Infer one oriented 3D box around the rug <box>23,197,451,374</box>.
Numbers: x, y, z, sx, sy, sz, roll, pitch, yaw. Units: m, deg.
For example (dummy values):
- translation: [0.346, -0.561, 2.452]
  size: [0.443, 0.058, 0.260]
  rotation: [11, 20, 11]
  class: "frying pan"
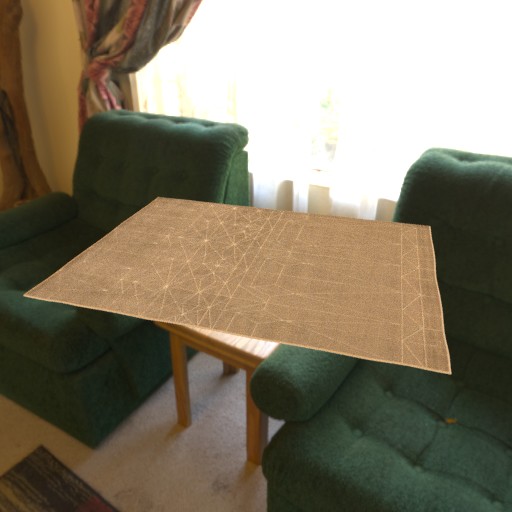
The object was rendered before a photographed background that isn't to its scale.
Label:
- translation: [0.000, 0.000, 4.329]
  size: [3.357, 0.019, 2.449]
  rotation: [8, 29, 14]
  class: "rug"
